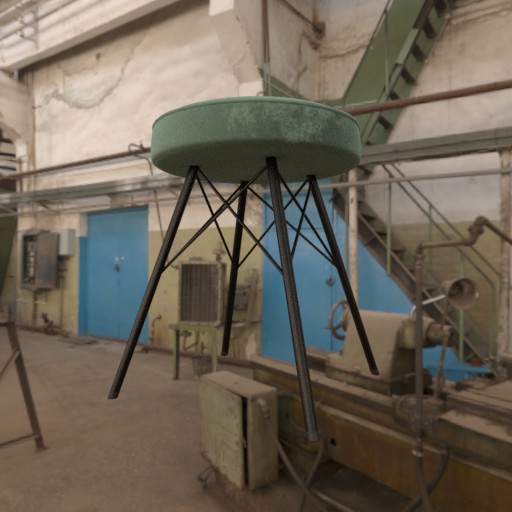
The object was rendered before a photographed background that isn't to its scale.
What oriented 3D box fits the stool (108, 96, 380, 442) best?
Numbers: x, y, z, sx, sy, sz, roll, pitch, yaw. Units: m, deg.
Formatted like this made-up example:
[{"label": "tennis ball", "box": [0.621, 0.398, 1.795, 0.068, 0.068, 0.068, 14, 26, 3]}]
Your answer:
[{"label": "stool", "box": [0.000, 0.000, 0.885, 0.458, 0.519, 0.457, 0, 0, 36]}]
